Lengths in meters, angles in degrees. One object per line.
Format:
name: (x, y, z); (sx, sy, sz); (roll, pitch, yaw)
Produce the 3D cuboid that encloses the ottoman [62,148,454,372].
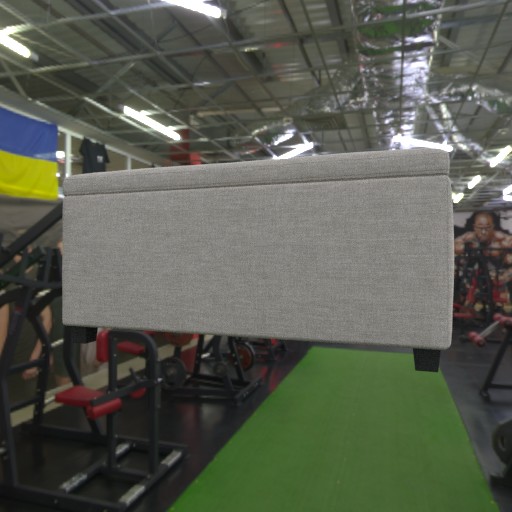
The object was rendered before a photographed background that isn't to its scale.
ottoman: (0.000, 0.000, 1.129); (0.902, 0.432, 0.419); (0, 0, 20)
